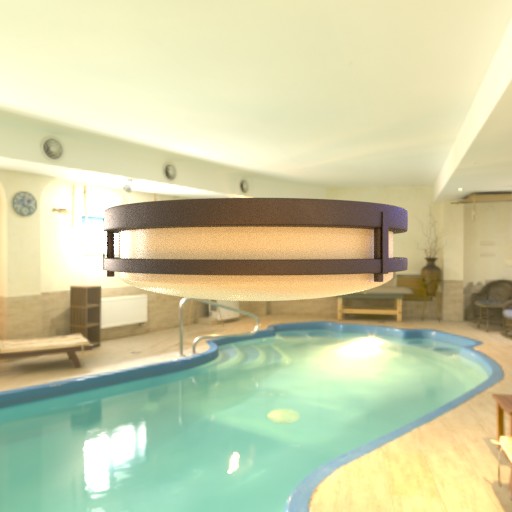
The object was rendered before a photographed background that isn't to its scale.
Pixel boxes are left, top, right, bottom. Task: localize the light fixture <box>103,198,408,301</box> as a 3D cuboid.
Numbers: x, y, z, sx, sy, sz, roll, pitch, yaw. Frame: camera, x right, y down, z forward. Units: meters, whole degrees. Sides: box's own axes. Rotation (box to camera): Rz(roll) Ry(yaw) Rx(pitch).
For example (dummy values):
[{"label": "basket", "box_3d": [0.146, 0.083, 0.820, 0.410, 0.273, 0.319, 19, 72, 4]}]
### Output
[{"label": "light fixture", "box_3d": [0.000, 0.000, 0.548, 0.356, 0.102, 0.356, 0, 1, 0]}]
